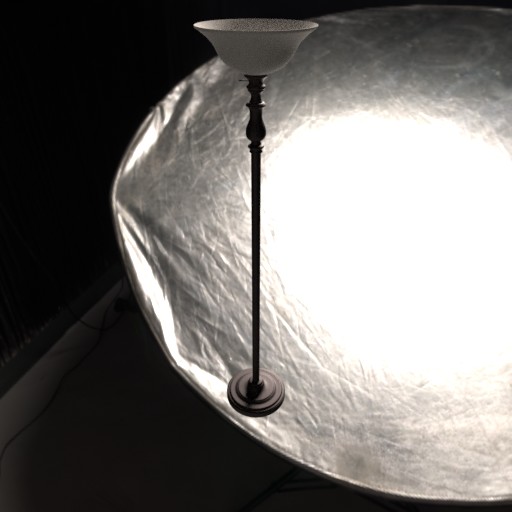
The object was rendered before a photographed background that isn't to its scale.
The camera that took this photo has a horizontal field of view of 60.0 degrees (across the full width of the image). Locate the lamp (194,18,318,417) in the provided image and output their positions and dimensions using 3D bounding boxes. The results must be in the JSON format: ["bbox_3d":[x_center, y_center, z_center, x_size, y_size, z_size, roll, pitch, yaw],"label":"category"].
[{"bbox_3d":[0.000,0.000,1.931,0.405,1.797,0.405,10,34,15],"label":"lamp"}]
